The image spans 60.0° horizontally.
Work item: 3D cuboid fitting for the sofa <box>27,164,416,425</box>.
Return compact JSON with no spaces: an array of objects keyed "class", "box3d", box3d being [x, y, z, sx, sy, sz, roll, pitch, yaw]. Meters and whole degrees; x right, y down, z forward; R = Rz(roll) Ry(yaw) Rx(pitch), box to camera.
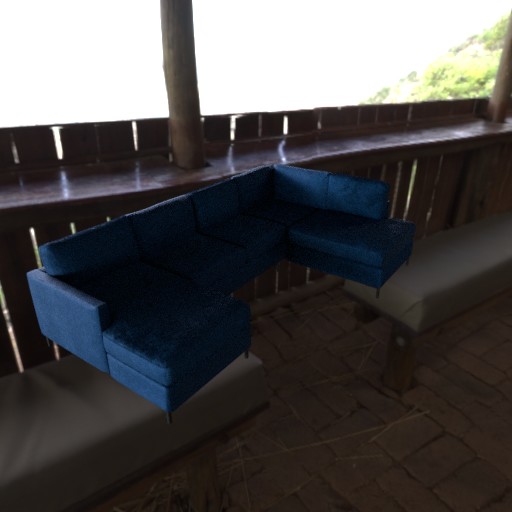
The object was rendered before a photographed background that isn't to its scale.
[{"class":"sofa","box3d":[0.000,0.000,4.312,2.055,0.992,3.434,17,31,32]}]
